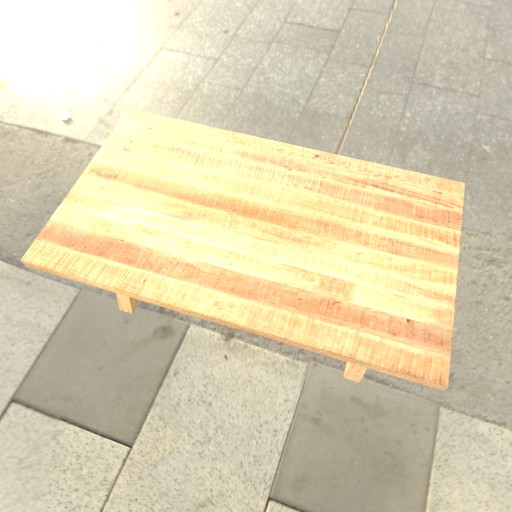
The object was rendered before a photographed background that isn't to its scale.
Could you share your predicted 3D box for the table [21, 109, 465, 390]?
[{"bbox_3d":[0.000,0.000,1.678,1.320,0.455,0.760,15,59,9],"label":"table"}]
